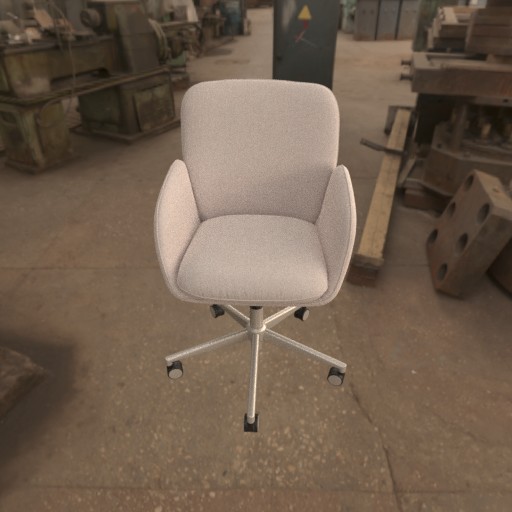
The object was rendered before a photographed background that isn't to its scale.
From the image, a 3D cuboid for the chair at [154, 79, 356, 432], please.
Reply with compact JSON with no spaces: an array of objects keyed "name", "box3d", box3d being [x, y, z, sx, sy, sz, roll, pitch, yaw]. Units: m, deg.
[{"name":"chair","box3d":[0.000,0.000,1.420,0.648,0.959,0.633,2,33,3]}]
